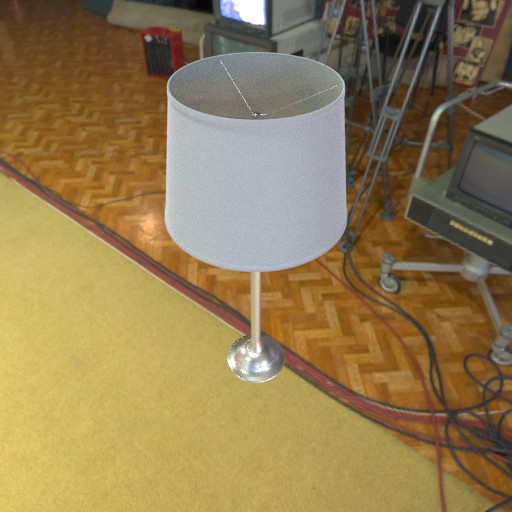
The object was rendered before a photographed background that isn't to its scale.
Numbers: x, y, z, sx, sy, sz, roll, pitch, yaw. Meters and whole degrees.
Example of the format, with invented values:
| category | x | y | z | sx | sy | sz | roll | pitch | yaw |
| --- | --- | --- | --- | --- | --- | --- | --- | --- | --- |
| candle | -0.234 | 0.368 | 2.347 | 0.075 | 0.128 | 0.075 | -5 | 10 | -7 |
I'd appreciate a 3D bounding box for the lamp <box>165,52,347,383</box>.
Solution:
| category | x | y | z | sx | sy | sz | roll | pitch | yaw |
| --- | --- | --- | --- | --- | --- | --- | --- | --- | --- |
| lamp | 0.000 | 0.000 | 0.891 | 0.331 | 0.698 | 0.331 | 0 | 42 | 0 |
